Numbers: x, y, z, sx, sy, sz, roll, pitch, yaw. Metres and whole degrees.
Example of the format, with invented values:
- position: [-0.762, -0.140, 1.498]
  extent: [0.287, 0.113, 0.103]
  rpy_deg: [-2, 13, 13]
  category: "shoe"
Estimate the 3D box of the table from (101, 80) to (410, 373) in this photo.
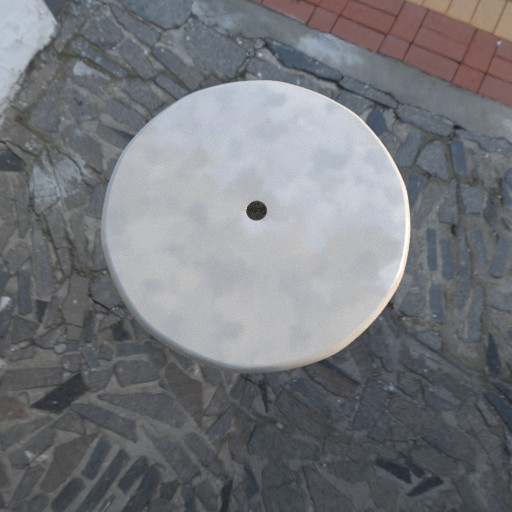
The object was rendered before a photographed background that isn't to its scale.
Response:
- position: [0.000, 0.000, 0.678]
  extent: [0.352, 0.387, 0.352]
  rpy_deg: [0, 75, 0]
  category: "table"
